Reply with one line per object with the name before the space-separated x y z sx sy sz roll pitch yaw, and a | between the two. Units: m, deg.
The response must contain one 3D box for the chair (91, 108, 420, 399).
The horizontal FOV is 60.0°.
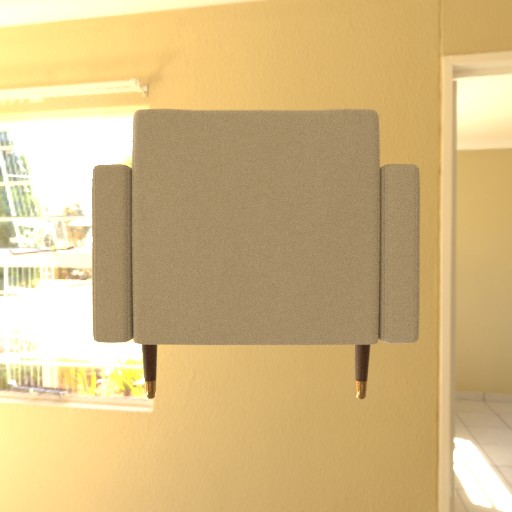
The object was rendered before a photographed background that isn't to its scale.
chair | 0.000 0.000 1.675 0.953 0.819 0.998 0 0 0
